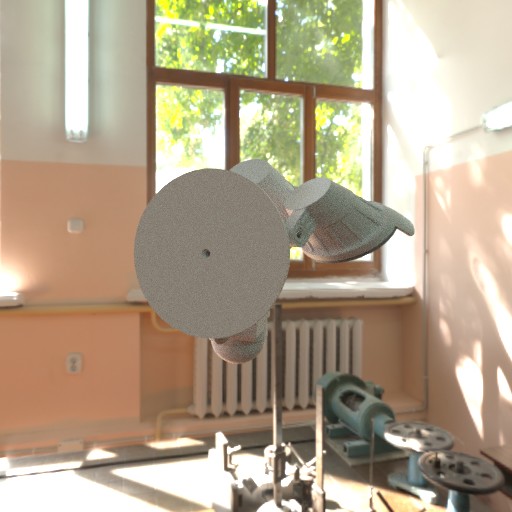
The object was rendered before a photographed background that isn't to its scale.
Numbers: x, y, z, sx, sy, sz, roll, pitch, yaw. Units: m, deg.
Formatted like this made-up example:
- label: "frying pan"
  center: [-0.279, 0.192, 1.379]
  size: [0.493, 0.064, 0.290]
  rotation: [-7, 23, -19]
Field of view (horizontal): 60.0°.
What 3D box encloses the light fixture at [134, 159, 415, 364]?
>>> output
- label: "light fixture"
  center: [0.000, 0.000, 0.548]
  size: [0.369, 0.237, 0.278]
  rotation: [0, 1, 20]
